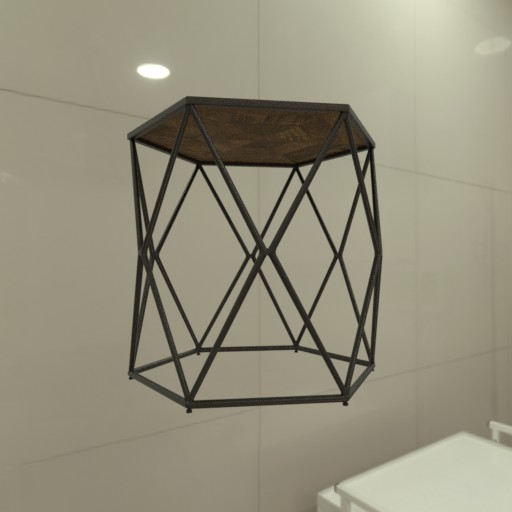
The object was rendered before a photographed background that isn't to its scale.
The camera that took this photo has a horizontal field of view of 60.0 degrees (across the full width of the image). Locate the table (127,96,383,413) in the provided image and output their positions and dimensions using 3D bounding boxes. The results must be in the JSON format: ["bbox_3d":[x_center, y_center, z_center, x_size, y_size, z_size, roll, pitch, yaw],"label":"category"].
[{"bbox_3d":[0.000,0.000,1.055,0.579,0.564,0.578,1,-1,-37],"label":"table"}]
